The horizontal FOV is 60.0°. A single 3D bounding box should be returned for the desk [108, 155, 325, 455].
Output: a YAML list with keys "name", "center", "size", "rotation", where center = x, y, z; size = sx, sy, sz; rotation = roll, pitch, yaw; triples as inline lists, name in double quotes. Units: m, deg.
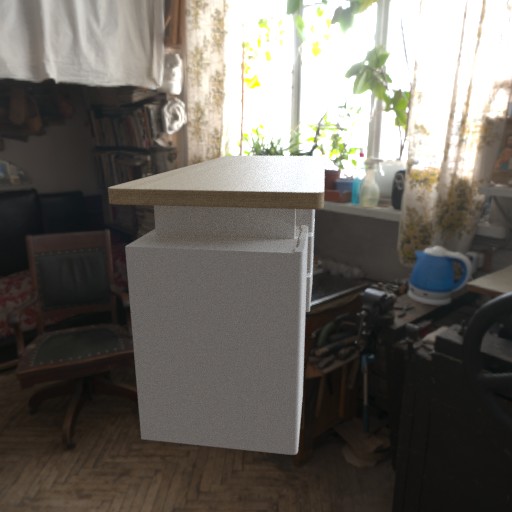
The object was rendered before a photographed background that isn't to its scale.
- name: "desk"
  center: [0.000, 0.000, 1.895]
  size: [0.550, 0.755, 1.500]
  rotation: [2, 16, 8]
